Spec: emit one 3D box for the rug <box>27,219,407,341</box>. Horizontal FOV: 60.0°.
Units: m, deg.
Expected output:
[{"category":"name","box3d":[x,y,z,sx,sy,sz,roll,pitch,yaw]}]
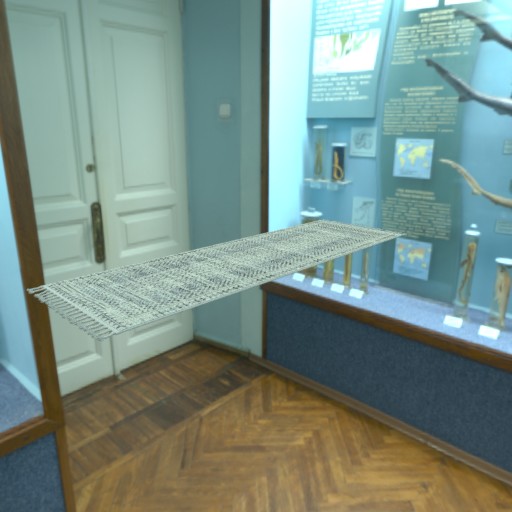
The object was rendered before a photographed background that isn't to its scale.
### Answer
[{"category":"rug","box3d":[0.000,0.000,2.769,0.786,0.013,2.480,16,22,43]}]
